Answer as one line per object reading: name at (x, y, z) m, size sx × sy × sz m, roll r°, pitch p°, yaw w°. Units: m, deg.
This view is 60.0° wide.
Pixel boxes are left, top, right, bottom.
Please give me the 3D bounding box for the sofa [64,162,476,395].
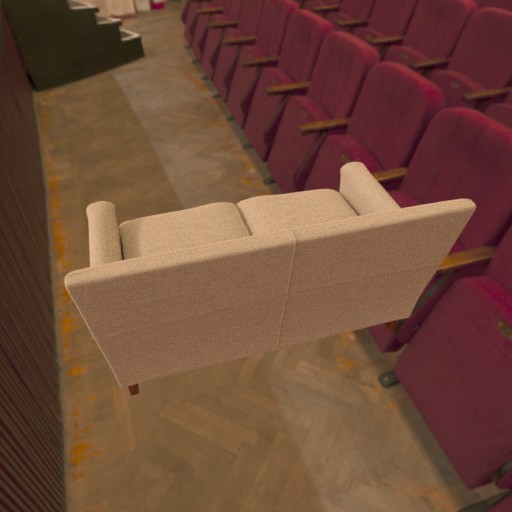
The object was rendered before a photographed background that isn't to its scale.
sofa at (0.000, 0.000, 2.107) m, size 1.482 × 0.892 × 0.891 m, roll -11°, pitch 42°, yaw -12°
